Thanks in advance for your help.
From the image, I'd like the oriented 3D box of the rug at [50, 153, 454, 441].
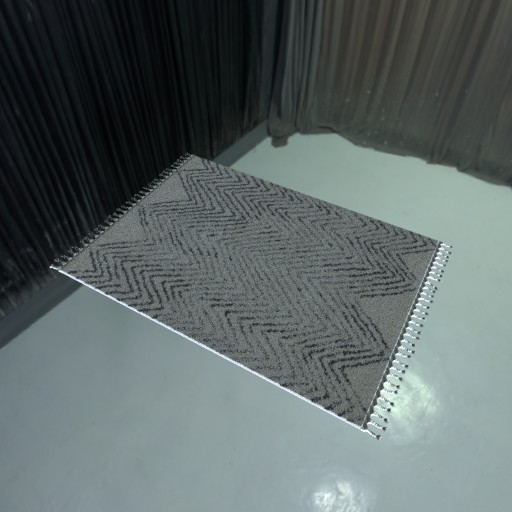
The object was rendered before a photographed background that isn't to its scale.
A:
[{"bbox_3d":[0.000,0.000,2.397,1.847,0.014,1.230,23,51,20],"label":"rug"}]
